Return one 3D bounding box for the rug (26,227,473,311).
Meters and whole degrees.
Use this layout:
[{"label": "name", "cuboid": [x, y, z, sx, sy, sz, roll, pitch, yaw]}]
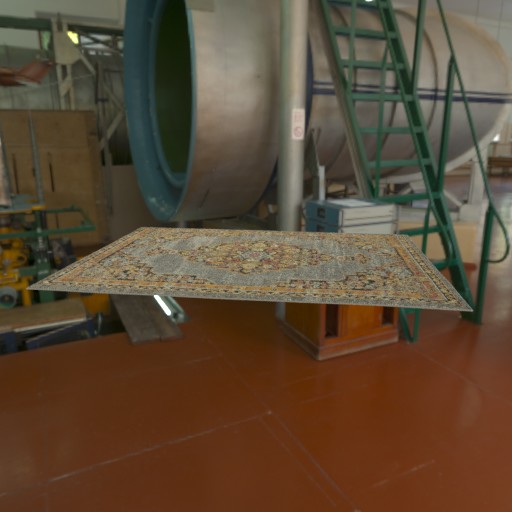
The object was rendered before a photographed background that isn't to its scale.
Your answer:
[{"label": "rug", "cuboid": [0.000, 0.000, 4.022, 3.063, 0.024, 2.158, 2, 16, 7]}]
